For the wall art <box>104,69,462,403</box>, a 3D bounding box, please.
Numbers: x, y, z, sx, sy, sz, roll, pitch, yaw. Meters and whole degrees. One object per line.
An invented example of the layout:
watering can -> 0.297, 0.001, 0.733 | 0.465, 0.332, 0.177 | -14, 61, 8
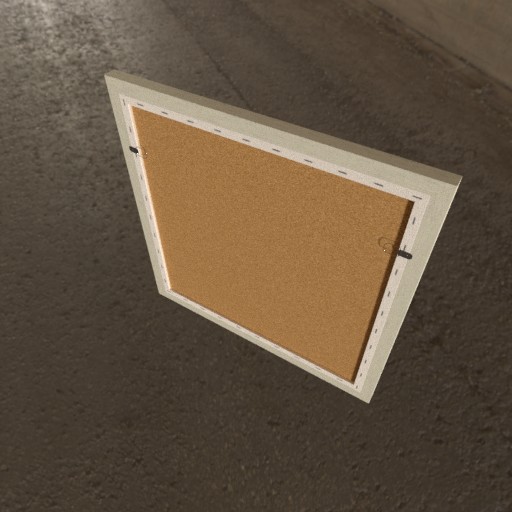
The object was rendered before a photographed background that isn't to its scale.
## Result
wall art -> 0.000, 0.000, 1.492 | 1.016, 1.016, 0.045 | 24, 51, 21
